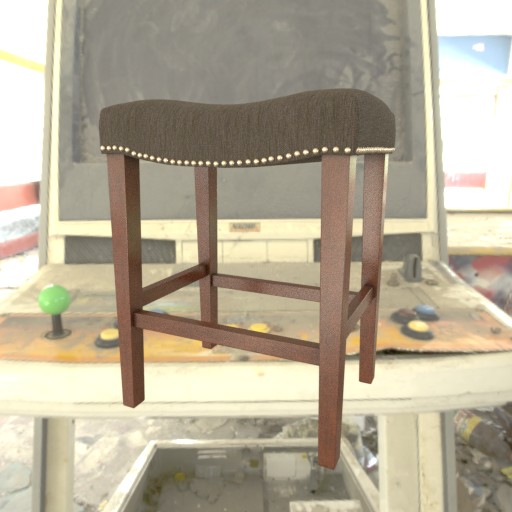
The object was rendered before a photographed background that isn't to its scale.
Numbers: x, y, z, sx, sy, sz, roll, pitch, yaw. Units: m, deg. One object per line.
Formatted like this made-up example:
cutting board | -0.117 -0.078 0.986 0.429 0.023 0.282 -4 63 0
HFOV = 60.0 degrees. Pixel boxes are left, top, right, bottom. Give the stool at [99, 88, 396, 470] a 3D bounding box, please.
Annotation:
stool | 0.000 0.000 0.965 0.504 0.654 0.372 6 15 25
